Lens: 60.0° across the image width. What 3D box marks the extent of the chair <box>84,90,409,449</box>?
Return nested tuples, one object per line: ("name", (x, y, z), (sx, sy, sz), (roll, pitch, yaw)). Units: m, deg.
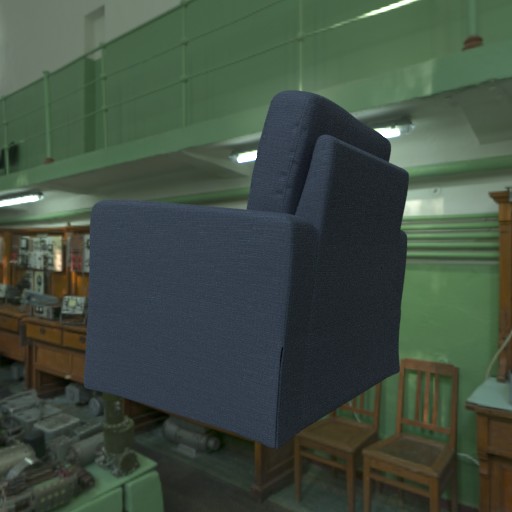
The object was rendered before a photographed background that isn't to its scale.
("chair", (0.000, 0.000, 1.501), (0.863, 0.855, 0.798), (0, 0, 37))
